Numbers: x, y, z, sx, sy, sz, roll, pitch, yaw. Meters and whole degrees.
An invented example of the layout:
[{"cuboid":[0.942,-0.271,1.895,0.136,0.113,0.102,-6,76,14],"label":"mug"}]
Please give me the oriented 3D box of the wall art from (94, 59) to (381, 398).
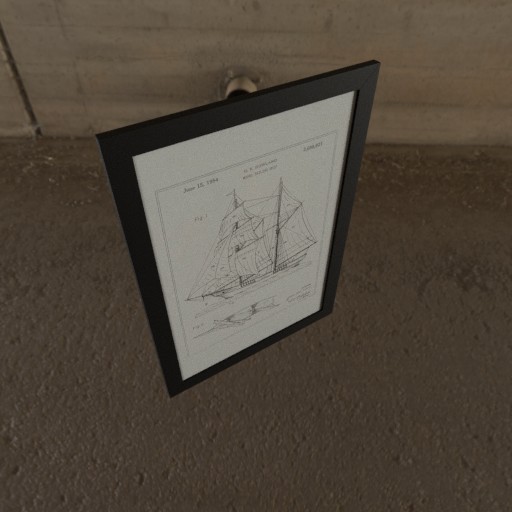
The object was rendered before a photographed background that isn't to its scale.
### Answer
[{"cuboid":[0.000,0.000,0.607,0.326,0.459,0.011,-23,49,-22],"label":"wall art"}]
